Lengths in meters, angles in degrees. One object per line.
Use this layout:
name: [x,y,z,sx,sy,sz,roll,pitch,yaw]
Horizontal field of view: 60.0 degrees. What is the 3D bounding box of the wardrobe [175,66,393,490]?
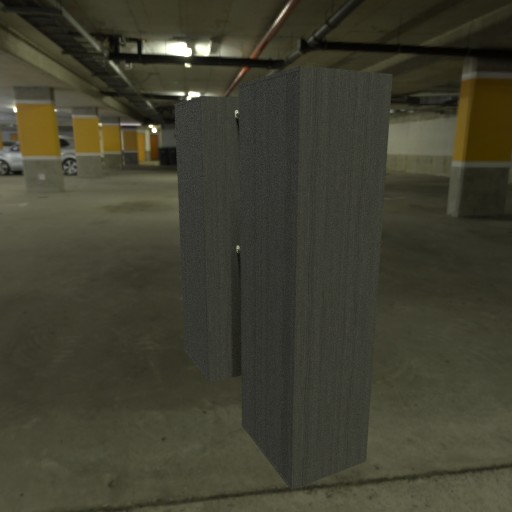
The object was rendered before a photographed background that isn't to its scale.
wardrobe: [0.000,0.000,2.878,0.480,2.000,1.770,-7,15,-26]
